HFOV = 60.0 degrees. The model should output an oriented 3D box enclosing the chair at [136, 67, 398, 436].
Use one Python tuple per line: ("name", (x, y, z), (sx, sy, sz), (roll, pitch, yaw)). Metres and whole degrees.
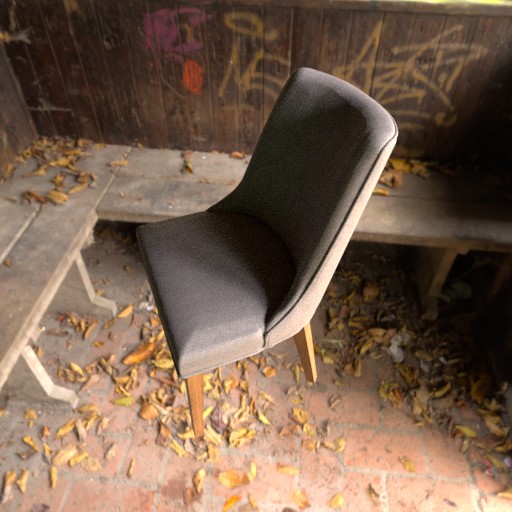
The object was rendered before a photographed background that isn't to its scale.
("chair", (0.000, 0.000, 1.328), (0.636, 0.916, 0.548), (-16, 47, -15))
